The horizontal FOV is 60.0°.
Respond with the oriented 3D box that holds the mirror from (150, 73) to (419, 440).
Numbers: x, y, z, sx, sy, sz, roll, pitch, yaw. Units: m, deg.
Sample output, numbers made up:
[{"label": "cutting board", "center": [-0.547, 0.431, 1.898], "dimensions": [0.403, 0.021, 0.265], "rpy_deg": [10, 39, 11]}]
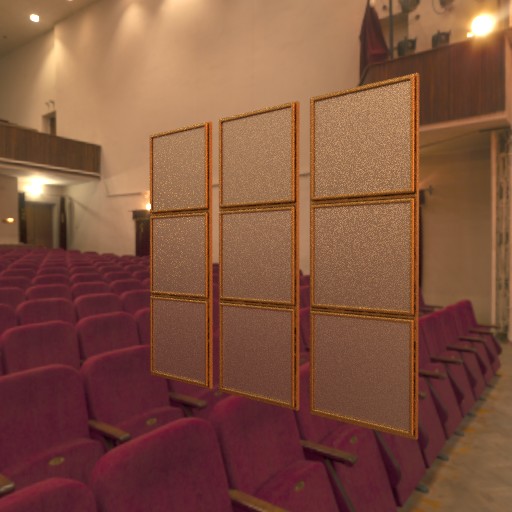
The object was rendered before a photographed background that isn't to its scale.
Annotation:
[{"label": "mirror", "center": [0.000, 0.000, 1.418], "dimensions": [1.011, 0.926, 0.023], "rpy_deg": [0, 1, 36]}]
